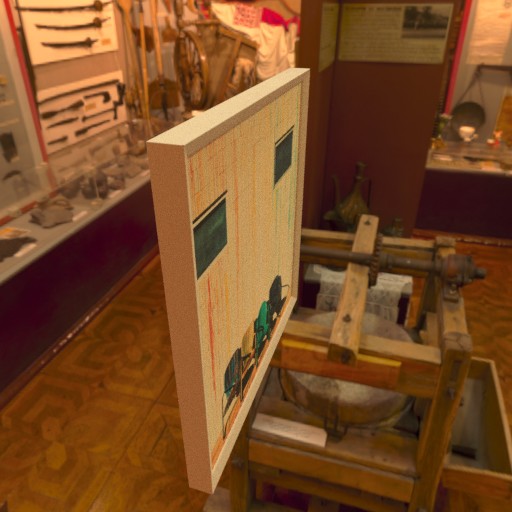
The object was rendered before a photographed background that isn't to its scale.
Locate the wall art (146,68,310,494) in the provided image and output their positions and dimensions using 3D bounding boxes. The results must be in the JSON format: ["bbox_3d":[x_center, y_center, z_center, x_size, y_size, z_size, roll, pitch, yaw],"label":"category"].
[{"bbox_3d":[0.000,0.000,0.723,0.037,0.508,0.508,9,31,16],"label":"wall art"}]
